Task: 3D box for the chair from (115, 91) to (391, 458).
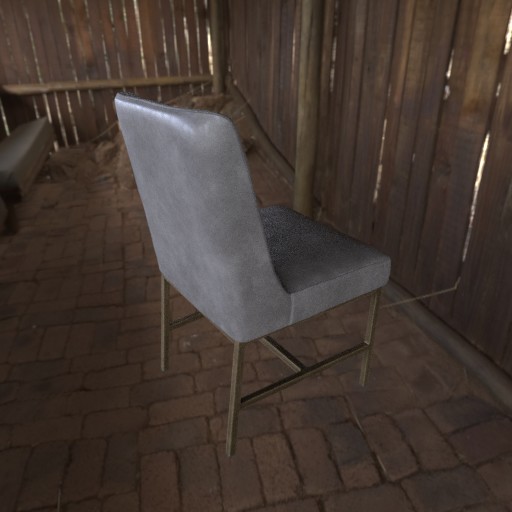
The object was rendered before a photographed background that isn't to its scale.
[{"bbox_3d":[0.000,0.000,1.259,0.587,0.889,0.508,-18,32,-31],"label":"chair"}]
